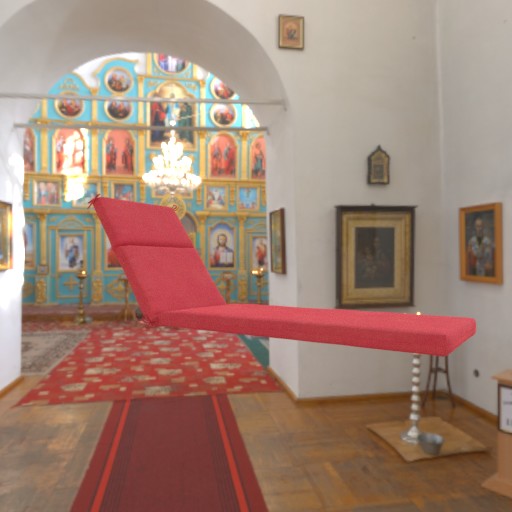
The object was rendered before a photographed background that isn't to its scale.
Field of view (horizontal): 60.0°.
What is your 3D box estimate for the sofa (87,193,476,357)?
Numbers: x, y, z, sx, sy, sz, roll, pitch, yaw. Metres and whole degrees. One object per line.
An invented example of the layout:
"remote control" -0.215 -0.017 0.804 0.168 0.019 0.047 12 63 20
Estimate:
"sofa" 0.000 0.000 1.928 1.663 0.622 0.582 -1 -2 35
